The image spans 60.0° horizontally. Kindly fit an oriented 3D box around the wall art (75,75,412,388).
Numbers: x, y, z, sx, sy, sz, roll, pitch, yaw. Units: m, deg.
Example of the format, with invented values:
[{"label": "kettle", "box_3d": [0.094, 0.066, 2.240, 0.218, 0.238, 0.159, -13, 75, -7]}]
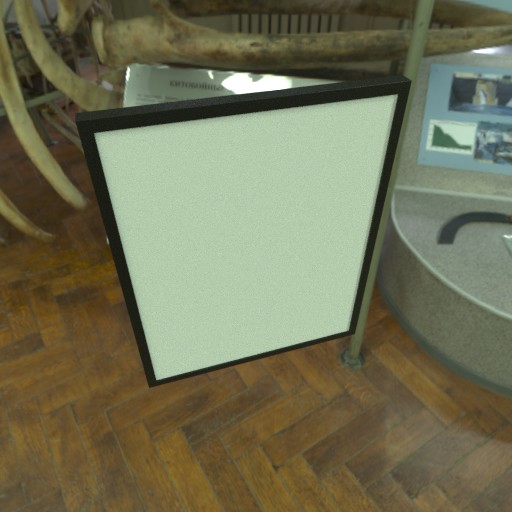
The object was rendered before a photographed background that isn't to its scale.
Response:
[{"label": "wall art", "box_3d": [0.000, 0.000, 0.546, 0.325, 0.397, 0.018, -12, 42, -13]}]
